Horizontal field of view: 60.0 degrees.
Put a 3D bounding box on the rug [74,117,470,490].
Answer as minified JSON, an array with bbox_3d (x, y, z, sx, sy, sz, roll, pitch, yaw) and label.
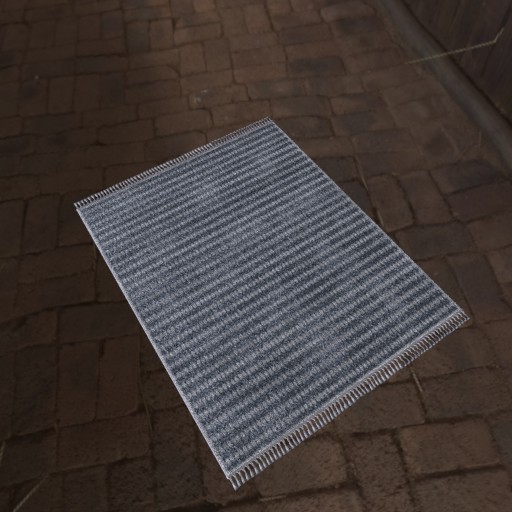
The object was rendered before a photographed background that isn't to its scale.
[{"bbox_3d":[0.000,0.000,3.904,2.256,0.013,2.910,-29,62,-17],"label":"rug"}]
